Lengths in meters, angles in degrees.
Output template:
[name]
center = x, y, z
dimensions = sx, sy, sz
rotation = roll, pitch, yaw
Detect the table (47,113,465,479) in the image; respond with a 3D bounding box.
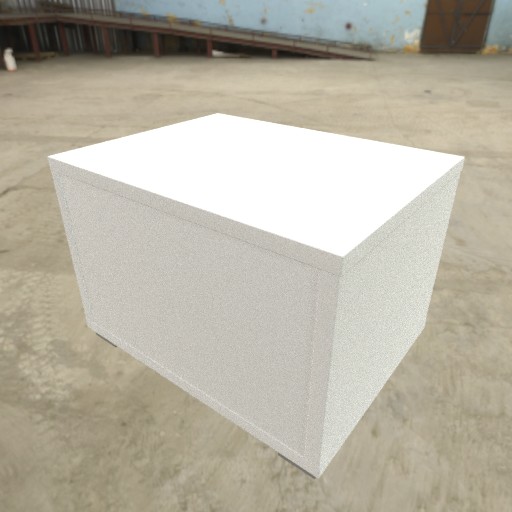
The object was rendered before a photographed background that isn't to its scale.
[table]
center = 0.000, 0.000, 0.780
dimensions = 0.517, 0.357, 0.399
rotation = 21, 36, 32
